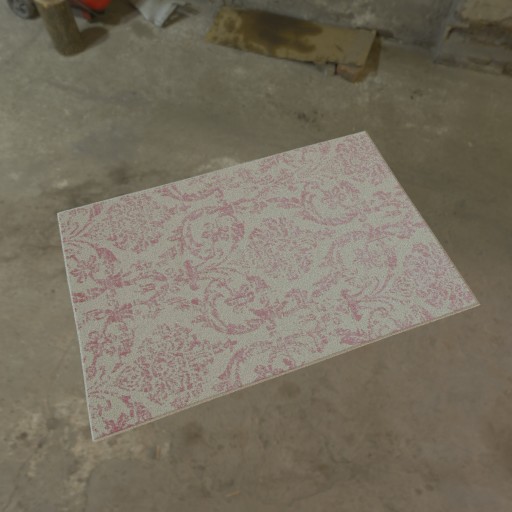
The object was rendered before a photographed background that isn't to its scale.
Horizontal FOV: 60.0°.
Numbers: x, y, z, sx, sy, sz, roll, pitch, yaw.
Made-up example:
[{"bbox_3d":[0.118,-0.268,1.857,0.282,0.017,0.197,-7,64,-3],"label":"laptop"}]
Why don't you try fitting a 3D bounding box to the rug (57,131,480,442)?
[{"bbox_3d":[0.000,0.000,2.249,1.839,0.012,1.219,-17,61,-10],"label":"rug"}]
